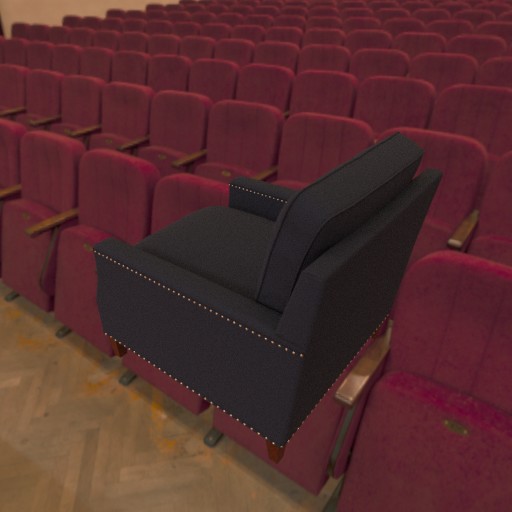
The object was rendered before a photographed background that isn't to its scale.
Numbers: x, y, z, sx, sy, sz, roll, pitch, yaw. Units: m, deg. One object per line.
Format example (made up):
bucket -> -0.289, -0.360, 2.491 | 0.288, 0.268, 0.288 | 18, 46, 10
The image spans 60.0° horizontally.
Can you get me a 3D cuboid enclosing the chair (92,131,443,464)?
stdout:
chair -> 0.000, 0.000, 1.696 | 1.014, 0.943, 0.853 | 22, 38, 31
